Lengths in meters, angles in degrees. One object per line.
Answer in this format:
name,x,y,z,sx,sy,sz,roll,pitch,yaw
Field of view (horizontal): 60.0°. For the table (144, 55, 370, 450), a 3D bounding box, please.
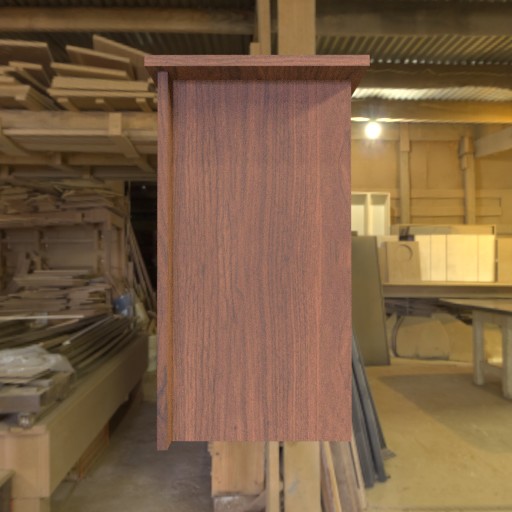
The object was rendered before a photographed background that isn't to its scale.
table,0.000,0.000,1.082,0.406,0.711,0.589,0,-1,0
